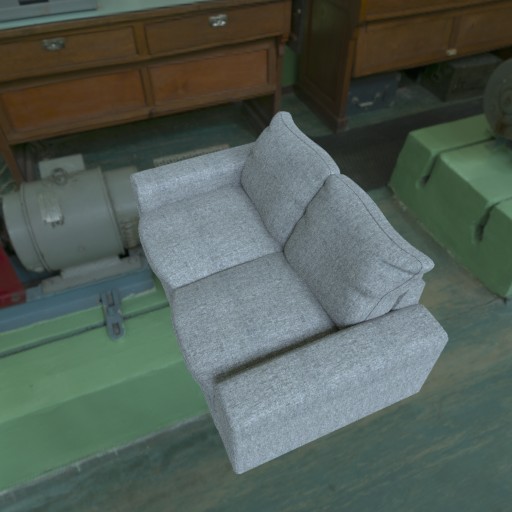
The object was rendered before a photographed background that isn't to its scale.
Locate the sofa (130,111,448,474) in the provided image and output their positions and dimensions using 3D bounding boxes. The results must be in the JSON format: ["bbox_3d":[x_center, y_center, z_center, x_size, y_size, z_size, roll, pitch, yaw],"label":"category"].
[{"bbox_3d":[0.000,0.000,2.416,1.094,0.877,1.758,-18,49,-16],"label":"sofa"}]
